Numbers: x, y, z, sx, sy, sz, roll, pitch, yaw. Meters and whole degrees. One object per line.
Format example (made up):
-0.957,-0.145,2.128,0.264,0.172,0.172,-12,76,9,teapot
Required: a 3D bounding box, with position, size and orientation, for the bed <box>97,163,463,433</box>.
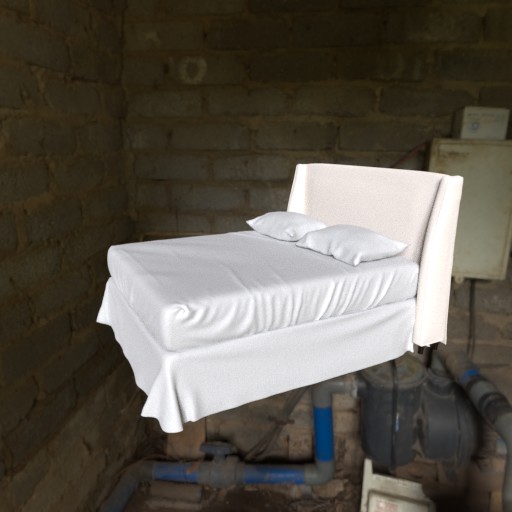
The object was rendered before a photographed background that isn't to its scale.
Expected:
0.000,0.000,3.516,2.276,1.332,1.925,-8,17,-27,bed
